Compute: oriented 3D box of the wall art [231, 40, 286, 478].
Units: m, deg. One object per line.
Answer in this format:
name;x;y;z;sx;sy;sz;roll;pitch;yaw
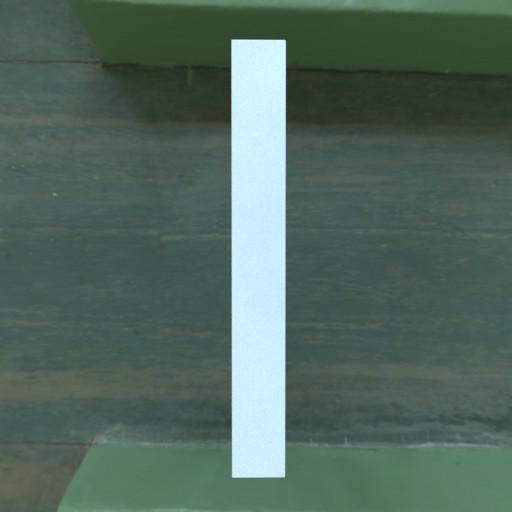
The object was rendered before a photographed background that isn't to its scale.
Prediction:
wall art;0.000;0.000;0.460;0.038;0.305;0.305;0;91;-1
